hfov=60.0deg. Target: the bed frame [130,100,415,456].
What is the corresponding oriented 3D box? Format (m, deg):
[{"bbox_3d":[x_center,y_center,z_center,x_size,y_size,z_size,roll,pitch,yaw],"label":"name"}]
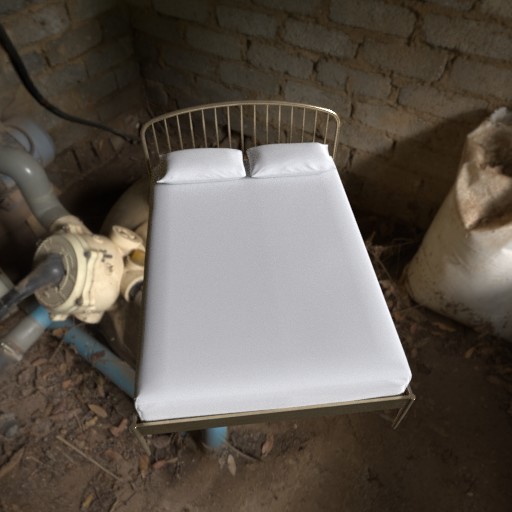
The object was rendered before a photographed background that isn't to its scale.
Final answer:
[{"bbox_3d":[0.000,0.000,3.092,1.612,1.175,2.152,-5,48,-4],"label":"bed frame"}]
